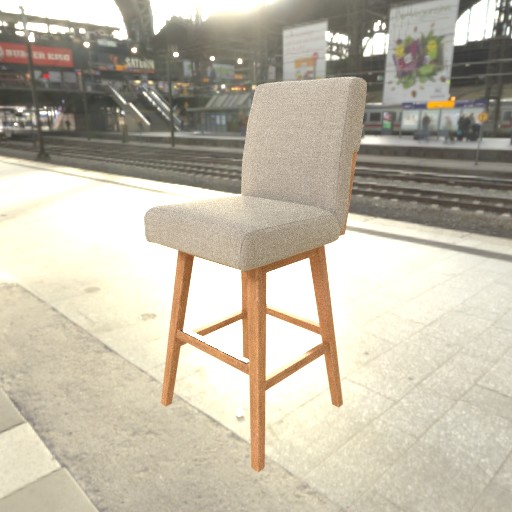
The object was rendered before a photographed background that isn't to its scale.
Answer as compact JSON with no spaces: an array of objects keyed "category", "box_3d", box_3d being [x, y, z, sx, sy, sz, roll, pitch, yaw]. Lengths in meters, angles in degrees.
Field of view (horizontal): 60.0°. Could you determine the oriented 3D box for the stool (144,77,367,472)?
[{"category":"stool","box_3d":[0.000,0.000,1.452,0.483,1.106,0.569,15,23,41]}]
